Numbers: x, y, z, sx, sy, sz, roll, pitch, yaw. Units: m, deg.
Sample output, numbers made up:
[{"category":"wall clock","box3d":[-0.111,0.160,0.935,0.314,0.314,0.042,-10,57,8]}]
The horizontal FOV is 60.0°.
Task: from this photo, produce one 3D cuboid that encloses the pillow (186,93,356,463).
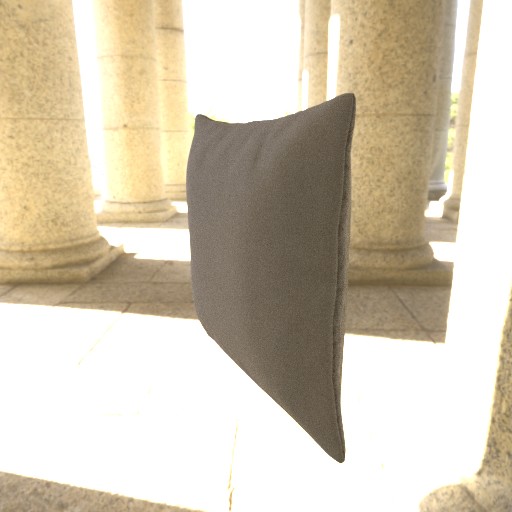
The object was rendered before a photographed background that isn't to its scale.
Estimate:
[{"category":"pillow","box3d":[0.000,0.000,0.794,0.166,0.510,0.523,-7,16,-27]}]
